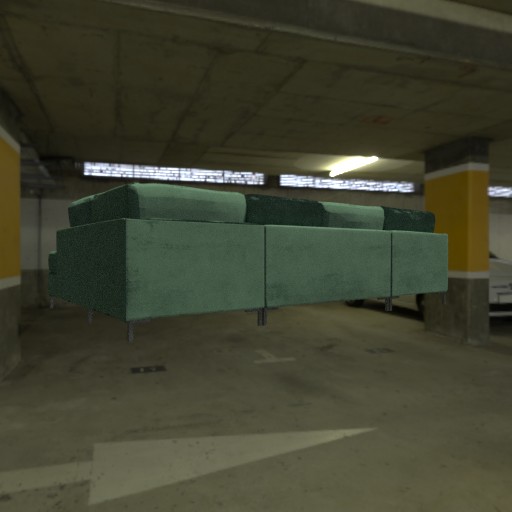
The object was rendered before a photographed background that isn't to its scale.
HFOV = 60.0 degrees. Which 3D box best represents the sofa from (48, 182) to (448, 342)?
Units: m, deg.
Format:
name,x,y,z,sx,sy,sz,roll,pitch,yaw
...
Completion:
name,x,y,z,sx,sy,sz,roll,pitch,yaw
sofa,0.000,0.000,4.391,3.434,0.992,2.055,0,0,-36
